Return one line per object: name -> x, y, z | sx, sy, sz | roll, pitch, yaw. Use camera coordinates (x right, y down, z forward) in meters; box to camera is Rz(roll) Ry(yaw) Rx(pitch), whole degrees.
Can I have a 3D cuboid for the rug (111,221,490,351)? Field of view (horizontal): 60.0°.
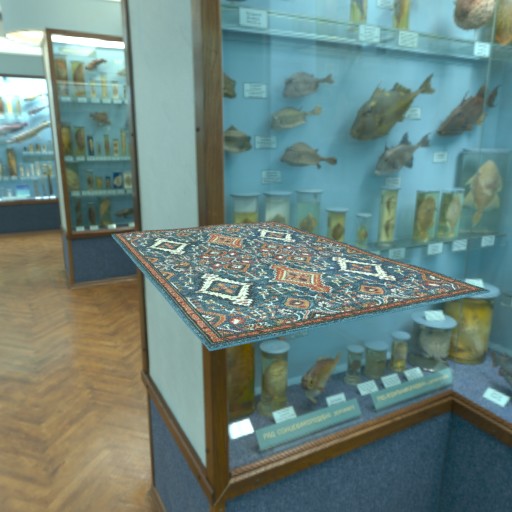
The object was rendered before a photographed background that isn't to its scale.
rug -> 0.000, 0.000, 2.310 | 1.195, 0.014, 1.847 | -7, 16, -25
